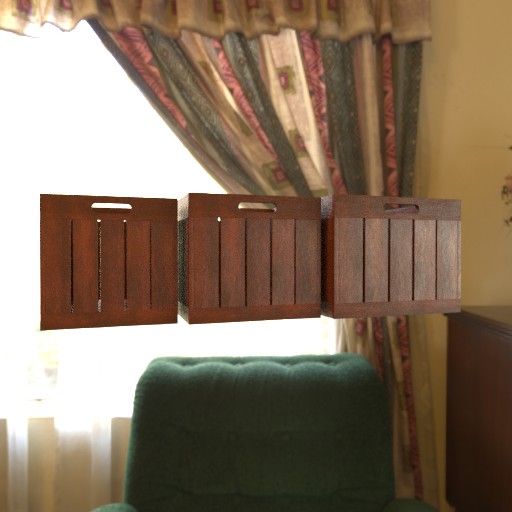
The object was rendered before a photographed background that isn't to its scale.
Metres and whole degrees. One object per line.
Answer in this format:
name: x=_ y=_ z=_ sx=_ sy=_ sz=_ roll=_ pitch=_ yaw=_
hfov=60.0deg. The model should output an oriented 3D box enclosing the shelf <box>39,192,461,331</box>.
shelf: x=0.000 y=0.000 z=1.245 sx=1.064 sy=0.311 sz=0.393 roll=0 pitch=1 yaw=-18
